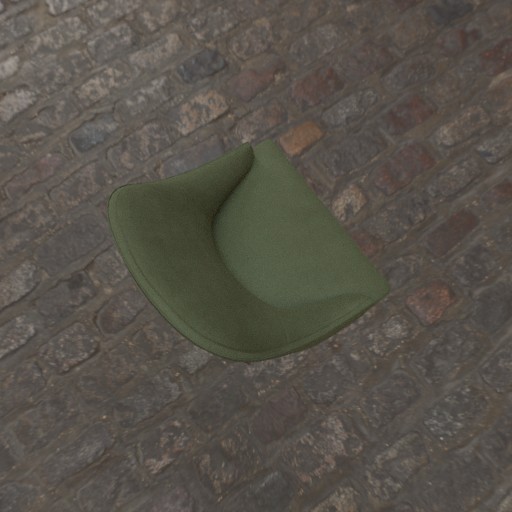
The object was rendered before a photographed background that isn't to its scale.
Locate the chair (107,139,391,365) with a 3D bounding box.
[{"bbox_3d":[0.000,0.000,1.302,0.575,0.889,0.643,-35,78,-9],"label":"chair"}]
